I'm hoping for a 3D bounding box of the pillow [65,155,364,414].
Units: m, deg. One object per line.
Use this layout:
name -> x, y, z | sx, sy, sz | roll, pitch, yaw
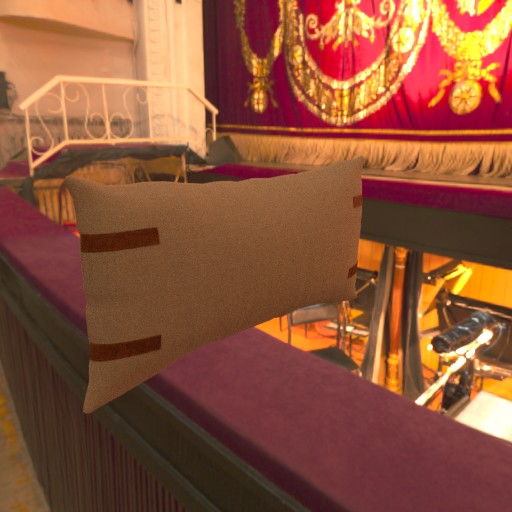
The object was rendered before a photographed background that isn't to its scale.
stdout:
pillow -> 0.000, 0.000, 0.734 | 0.612, 0.308, 0.148 | -14, 20, -42
